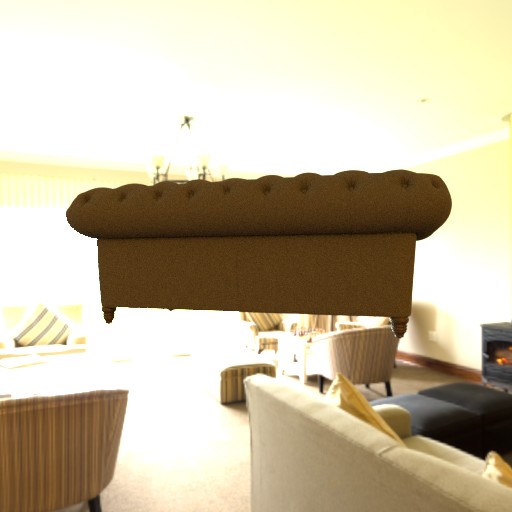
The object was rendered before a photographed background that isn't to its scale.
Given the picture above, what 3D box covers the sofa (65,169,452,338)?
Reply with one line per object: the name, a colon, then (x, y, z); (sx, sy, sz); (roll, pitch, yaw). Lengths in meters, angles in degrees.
sofa: (0.000, 0.000, 2.517); (1.998, 0.764, 0.986); (0, -1, 17)
